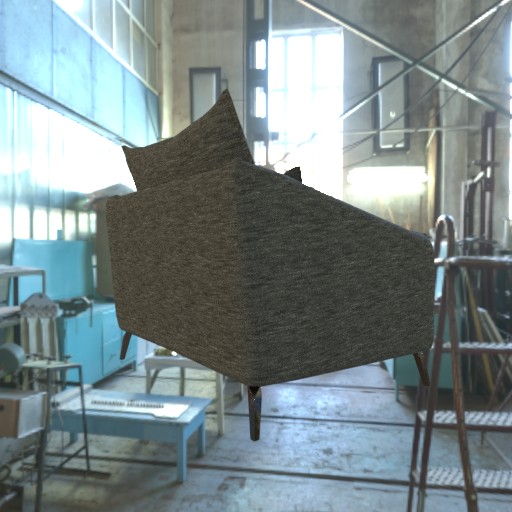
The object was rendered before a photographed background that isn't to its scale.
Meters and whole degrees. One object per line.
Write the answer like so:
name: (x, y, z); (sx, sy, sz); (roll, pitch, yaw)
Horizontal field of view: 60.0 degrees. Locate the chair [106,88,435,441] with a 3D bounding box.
chair: (0.000, 0.000, 1.612); (0.805, 0.842, 1.004); (-1, 1, -36)
